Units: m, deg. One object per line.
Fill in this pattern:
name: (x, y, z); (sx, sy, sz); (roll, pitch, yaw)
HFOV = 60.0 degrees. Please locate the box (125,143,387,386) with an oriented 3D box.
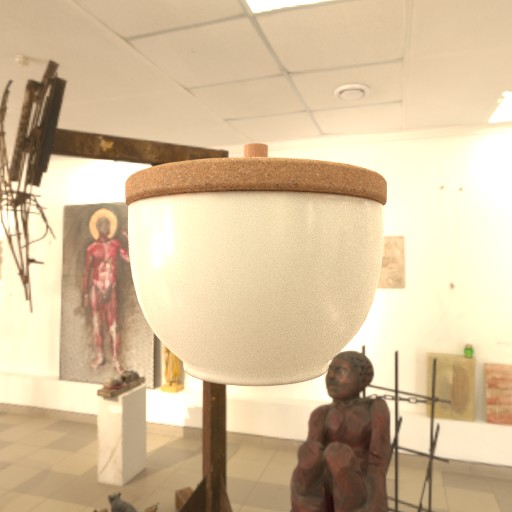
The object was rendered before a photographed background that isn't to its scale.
box: (0.000, 0.000, 0.189); (0.107, 0.094, 0.107); (0, 0, 0)
